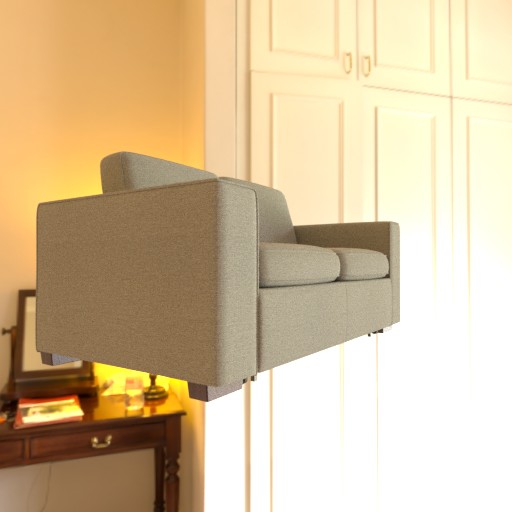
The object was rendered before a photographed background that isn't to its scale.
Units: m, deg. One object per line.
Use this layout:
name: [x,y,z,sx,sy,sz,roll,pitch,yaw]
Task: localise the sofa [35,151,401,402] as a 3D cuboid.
sofa: [0.000,0.000,2.326,1.007,0.924,1.812,-1,-1,35]
